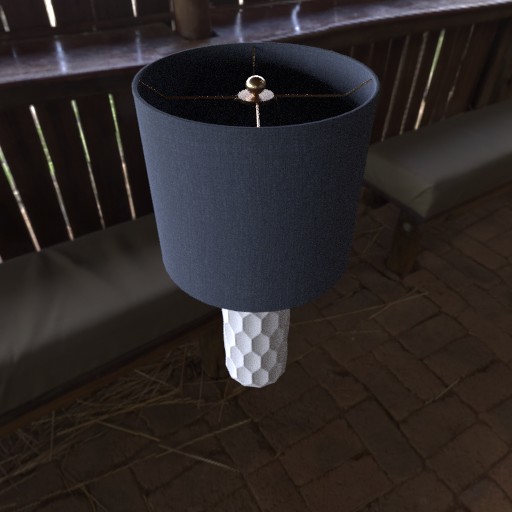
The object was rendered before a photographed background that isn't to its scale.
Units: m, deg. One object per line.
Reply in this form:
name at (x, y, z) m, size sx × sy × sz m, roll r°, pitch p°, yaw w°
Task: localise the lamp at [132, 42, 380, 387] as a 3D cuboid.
lamp at (0.000, 0.000, 0.678) m, size 0.277 × 0.537 × 0.277 m, roll 26°, pitch 47°, yaw 27°
